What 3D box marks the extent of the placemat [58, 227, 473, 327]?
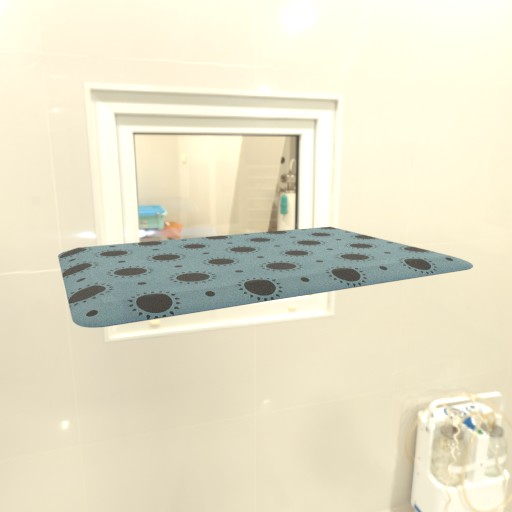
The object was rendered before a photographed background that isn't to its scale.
[{"bbox_3d":[0.000,0.000,0.949,0.762,0.021,0.508,-6,14,-25],"label":"placemat"}]
